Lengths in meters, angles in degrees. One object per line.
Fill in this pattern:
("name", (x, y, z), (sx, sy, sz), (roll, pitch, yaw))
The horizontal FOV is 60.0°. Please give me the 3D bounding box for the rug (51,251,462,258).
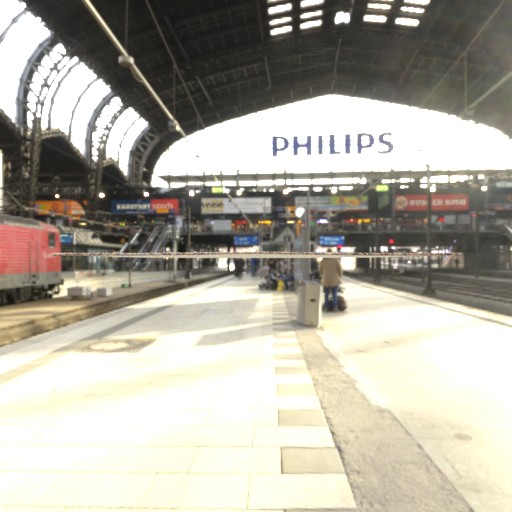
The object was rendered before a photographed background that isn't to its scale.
("rug", (0.000, 0.000, 4.185), (2.436, 0.024, 3.226), (0, 0, 0))
